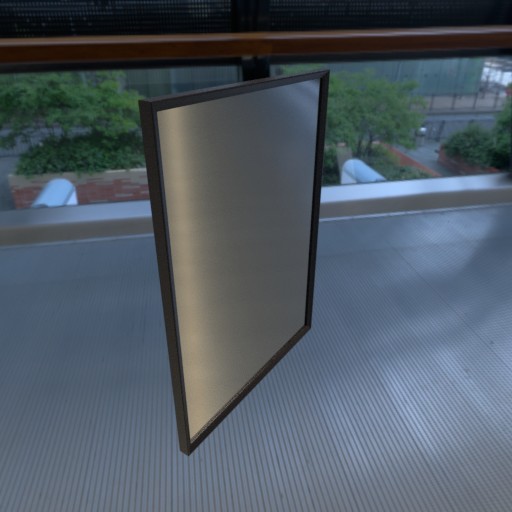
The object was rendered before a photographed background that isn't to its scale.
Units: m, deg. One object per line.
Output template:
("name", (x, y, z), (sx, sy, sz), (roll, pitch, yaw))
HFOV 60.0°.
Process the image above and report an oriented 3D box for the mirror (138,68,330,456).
("mirror", (0.000, 0.000, 1.373), (0.041, 1.016, 0.762), (18, 33, 30))
